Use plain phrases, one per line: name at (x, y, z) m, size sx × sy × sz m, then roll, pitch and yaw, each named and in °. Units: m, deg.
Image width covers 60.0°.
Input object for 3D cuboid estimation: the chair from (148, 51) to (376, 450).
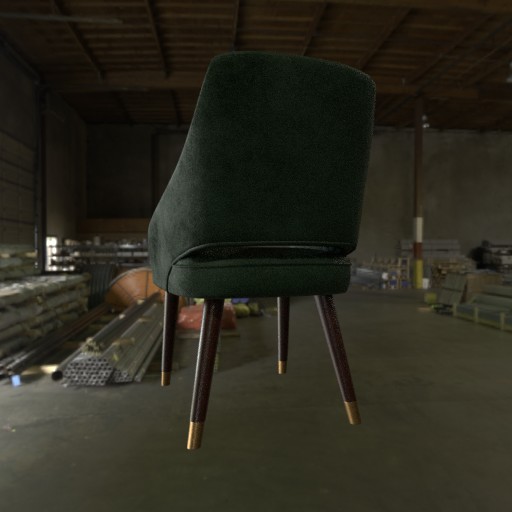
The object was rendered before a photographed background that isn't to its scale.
chair at (0.000, 0.000, 1.553) m, size 0.683 × 1.081 × 0.794 m, roll 0°, pitch 1°, yaw -19°
